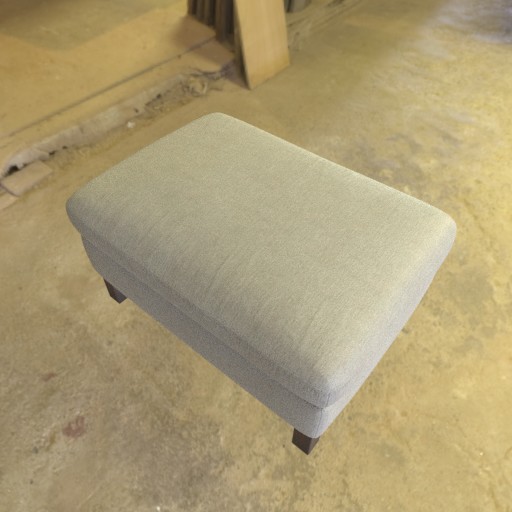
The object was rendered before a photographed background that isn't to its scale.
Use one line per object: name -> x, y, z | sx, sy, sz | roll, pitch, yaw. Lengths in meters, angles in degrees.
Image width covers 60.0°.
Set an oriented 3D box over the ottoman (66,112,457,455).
ottoman -> 0.000, 0.000, 1.060 | 0.735, 0.404, 0.528 | 31, 55, 26
